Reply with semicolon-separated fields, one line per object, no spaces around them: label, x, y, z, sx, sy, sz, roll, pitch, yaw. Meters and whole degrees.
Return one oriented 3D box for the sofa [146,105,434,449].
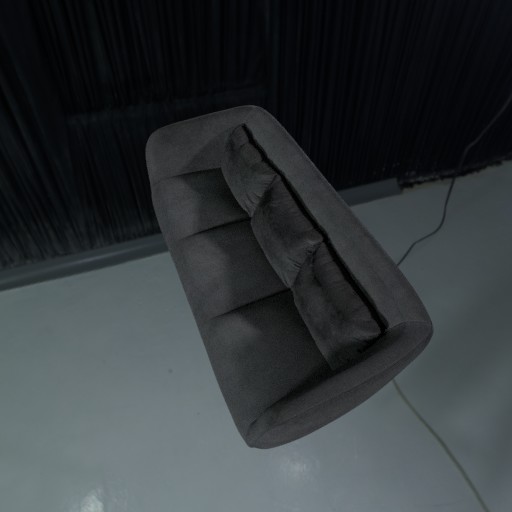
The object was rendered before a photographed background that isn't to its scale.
sofa;0.000;0.000;2.757;0.956;0.875;2.296;-17;50;-15
